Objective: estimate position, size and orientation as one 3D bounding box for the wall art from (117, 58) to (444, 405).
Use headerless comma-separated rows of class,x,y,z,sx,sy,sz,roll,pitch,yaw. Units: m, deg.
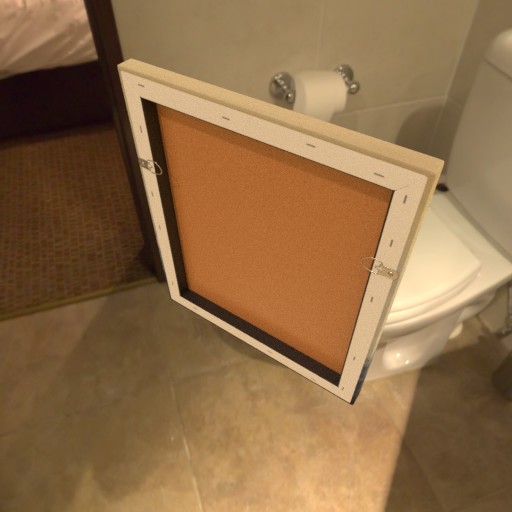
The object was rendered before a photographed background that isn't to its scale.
wall art,0.000,0.000,0.978,0.608,0.710,0.041,26,52,23
